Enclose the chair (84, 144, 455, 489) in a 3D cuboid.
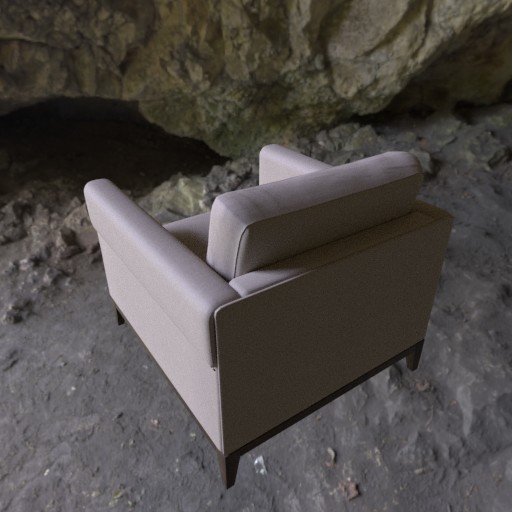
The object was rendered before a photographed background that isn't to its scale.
[{"bbox_3d":[0.000,0.000,1.639,0.914,0.838,0.959,-19,35,-29],"label":"chair"}]
